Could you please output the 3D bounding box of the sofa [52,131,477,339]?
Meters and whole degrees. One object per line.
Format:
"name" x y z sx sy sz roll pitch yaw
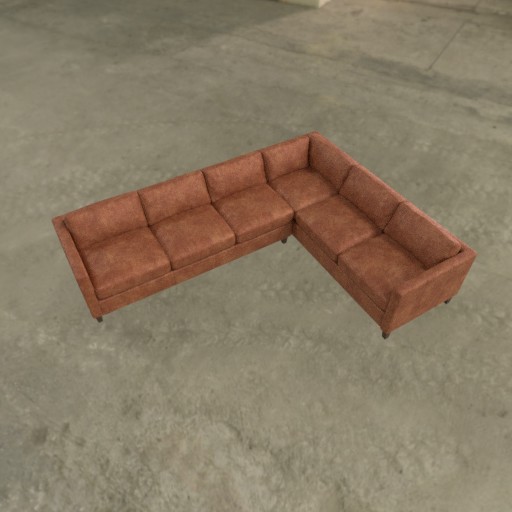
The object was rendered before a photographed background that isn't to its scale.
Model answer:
"sofa" 0.000 0.000 4.285 3.167 0.838 2.438 -23 50 -21
